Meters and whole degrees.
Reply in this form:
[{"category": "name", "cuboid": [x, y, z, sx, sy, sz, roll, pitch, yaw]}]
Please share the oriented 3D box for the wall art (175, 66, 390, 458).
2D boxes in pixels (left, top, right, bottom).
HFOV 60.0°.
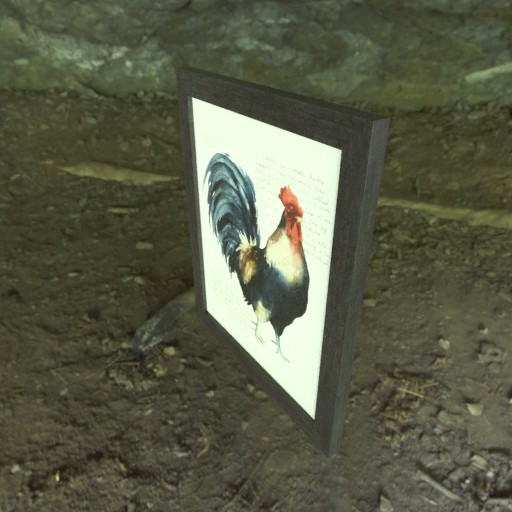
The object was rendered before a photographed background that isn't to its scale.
[{"category": "wall art", "cuboid": [0.000, 0.000, 0.799, 0.027, 0.580, 0.479, -20, 36, -30]}]
